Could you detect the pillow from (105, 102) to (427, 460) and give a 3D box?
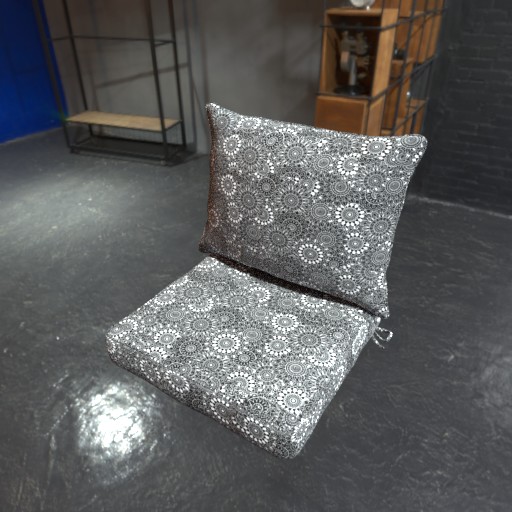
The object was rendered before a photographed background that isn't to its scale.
[{"bbox_3d":[0.000,0.000,1.365,0.798,0.722,0.740,19,37,27],"label":"pillow"}]
